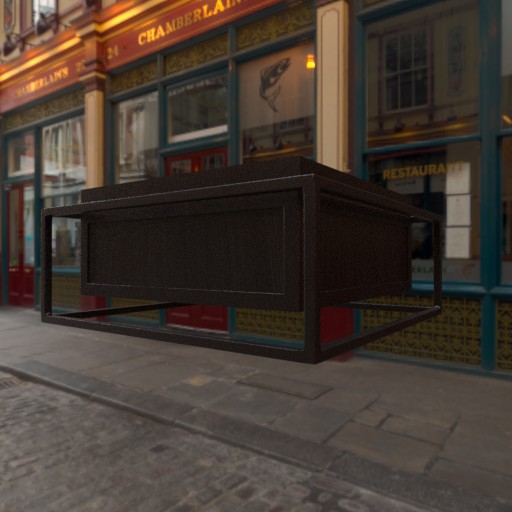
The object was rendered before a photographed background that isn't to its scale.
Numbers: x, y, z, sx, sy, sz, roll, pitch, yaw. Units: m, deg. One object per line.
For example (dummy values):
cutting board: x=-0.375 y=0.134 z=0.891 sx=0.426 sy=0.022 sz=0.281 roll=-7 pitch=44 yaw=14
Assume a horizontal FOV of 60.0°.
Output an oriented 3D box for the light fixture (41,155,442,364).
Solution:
light fixture: x=0.000 y=0.000 z=0.684 sx=0.441 sy=0.191 sz=0.441 roll=0 pitch=-1 yaw=36
